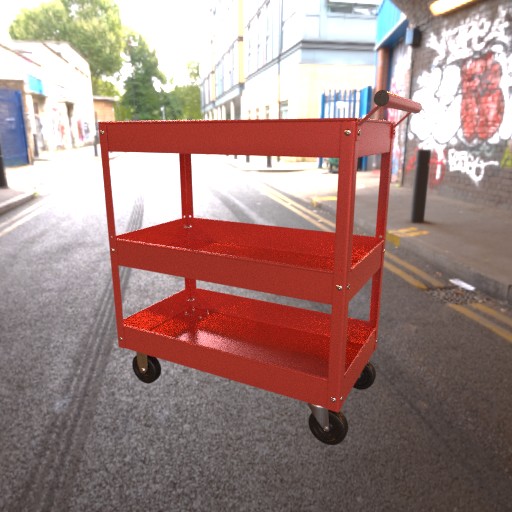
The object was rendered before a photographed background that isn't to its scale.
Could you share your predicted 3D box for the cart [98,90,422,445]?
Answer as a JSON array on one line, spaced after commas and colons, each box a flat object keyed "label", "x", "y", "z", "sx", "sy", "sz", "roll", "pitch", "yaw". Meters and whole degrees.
[{"label": "cart", "x": 0.000, "y": 0.000, "z": 1.187, "sx": 0.719, "sy": 0.780, "sz": 0.366, "roll": 8, "pitch": 18, "yaw": 27}]
